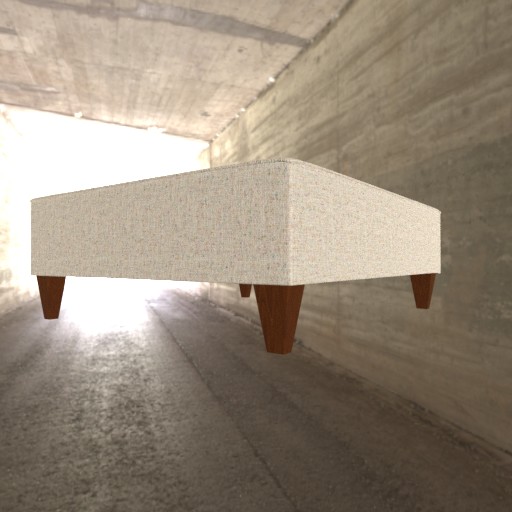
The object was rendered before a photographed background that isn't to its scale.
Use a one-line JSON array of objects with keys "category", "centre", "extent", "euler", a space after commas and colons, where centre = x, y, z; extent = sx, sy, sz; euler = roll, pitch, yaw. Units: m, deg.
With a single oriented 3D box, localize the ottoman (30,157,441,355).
[{"category": "ottoman", "centre": [0.000, 0.000, 1.177], "extent": [0.736, 0.303, 0.835], "euler": [0, -1, 36]}]
